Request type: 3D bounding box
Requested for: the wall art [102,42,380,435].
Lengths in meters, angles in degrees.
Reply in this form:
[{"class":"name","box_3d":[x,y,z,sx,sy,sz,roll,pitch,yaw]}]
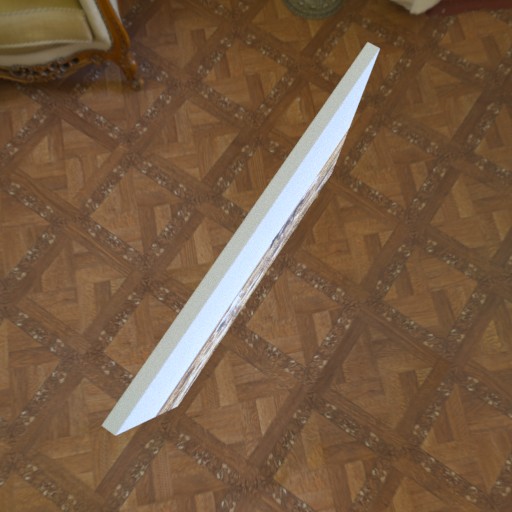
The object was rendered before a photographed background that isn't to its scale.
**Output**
[{"class":"wall art","box_3d":[0.000,0.000,1.895,0.051,1.016,1.520,32,78,8]}]
